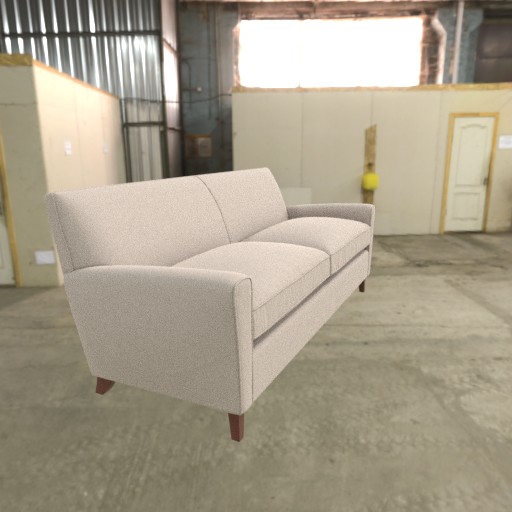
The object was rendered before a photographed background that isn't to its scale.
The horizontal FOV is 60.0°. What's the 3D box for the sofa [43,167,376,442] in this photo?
[{"bbox_3d":[0.000,0.000,2.432,0.875,0.846,2.000,7,16,26],"label":"sofa"}]
